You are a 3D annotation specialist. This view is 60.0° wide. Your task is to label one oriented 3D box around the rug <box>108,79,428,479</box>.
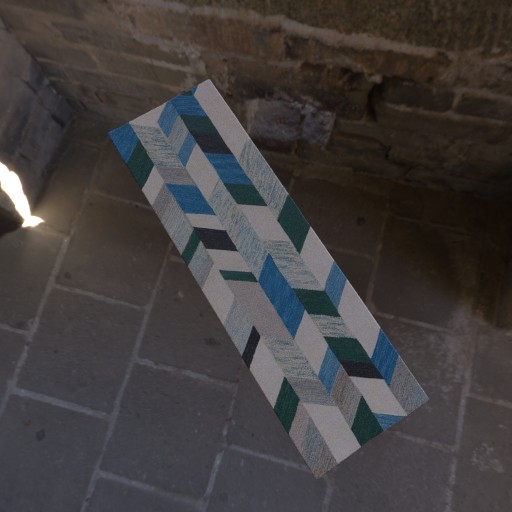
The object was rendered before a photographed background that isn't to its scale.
[{"bbox_3d":[0.000,0.000,2.683,0.774,0.008,2.437,-31,77,-8],"label":"rug"}]
